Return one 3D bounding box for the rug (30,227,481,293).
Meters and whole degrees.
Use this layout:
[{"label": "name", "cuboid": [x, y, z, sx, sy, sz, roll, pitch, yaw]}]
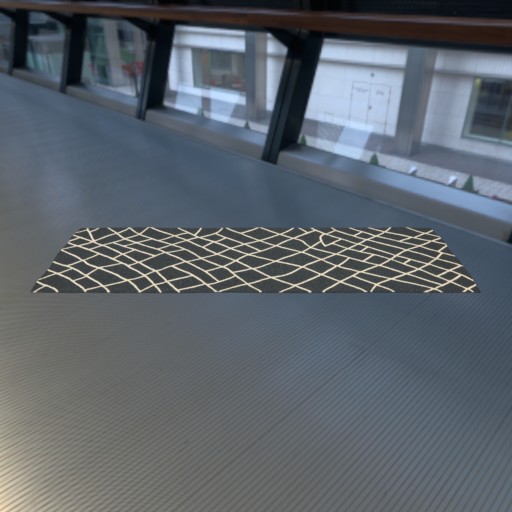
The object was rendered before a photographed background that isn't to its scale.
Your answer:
[{"label": "rug", "cuboid": [0.000, 0.000, 2.745, 2.476, 0.010, 0.807, 0, 30, 0]}]
